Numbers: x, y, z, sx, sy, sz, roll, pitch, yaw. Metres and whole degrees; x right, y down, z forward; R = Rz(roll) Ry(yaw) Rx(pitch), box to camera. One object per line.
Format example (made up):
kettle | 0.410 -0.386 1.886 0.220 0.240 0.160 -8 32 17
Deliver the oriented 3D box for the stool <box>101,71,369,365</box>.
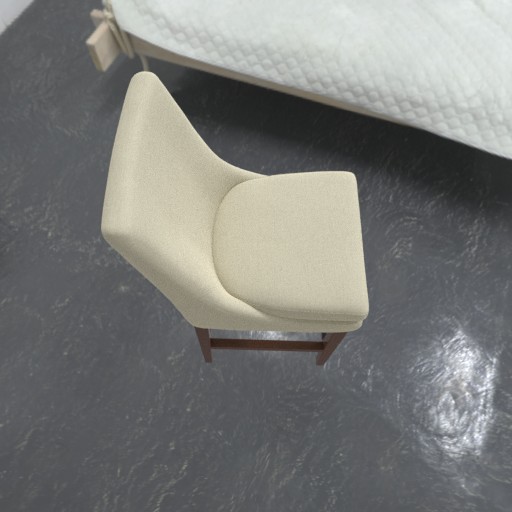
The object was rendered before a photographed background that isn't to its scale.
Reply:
stool | 0.000 0.000 1.301 0.577 0.981 0.470 1 64 0
